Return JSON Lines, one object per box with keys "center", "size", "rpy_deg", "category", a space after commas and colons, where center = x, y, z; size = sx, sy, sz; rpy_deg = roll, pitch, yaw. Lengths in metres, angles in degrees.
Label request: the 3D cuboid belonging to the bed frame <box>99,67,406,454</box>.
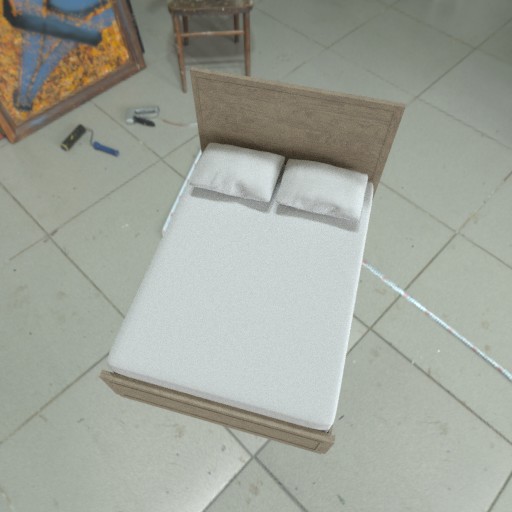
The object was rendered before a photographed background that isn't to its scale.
{"center": [0.000, 0.000, 3.276], "size": [1.606, 1.369, 2.189], "rpy_deg": [13, 59, 8], "category": "bed frame"}
